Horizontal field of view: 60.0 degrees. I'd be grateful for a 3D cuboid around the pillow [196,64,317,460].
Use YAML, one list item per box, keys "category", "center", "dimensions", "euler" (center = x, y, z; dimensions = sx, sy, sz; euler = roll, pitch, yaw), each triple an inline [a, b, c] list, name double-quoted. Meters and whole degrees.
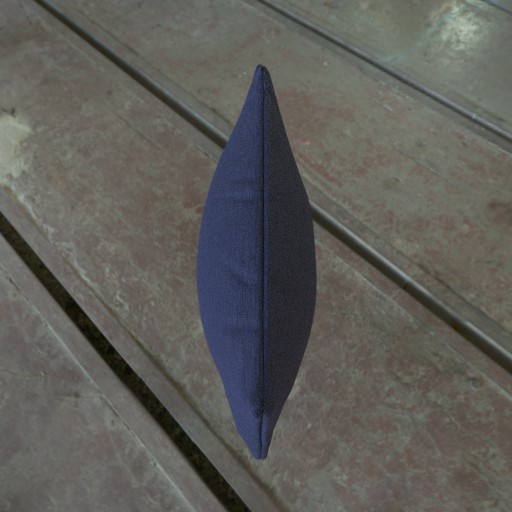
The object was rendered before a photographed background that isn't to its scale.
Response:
- category: "pillow"
  center: [0.000, 0.000, 0.796]
  dimensions: [0.210, 0.338, 0.633]
  euler: [0, 59, 0]
